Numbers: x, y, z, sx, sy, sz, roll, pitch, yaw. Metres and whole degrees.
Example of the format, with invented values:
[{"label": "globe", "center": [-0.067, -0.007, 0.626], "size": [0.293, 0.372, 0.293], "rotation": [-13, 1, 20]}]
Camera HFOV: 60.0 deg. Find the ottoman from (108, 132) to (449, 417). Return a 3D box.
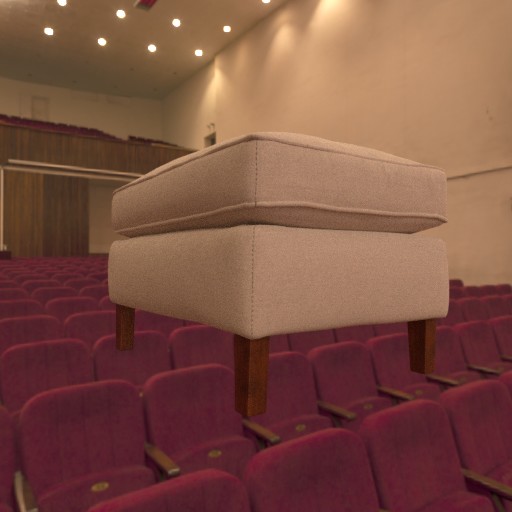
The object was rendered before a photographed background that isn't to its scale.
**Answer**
[{"label": "ottoman", "center": [0.000, 0.000, 0.986], "size": [0.501, 0.456, 0.665], "rotation": [0, -1, -35]}]
